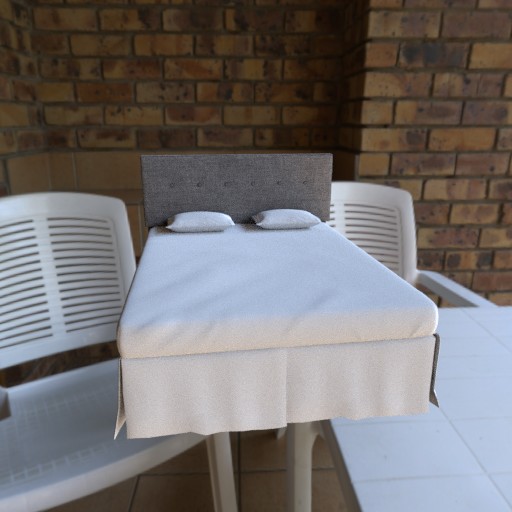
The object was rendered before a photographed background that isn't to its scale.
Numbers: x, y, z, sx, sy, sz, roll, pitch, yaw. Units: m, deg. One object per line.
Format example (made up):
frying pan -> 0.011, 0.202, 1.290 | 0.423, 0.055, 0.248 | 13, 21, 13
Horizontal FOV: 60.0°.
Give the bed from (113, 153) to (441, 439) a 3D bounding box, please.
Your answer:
bed -> 0.000, 0.000, 2.897 | 1.621, 1.168, 1.958 | -2, 17, -8
